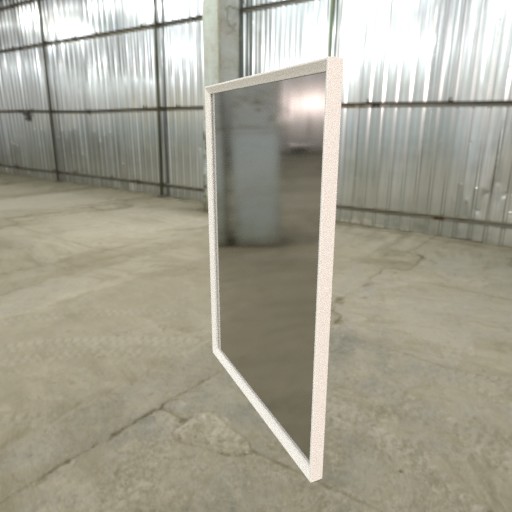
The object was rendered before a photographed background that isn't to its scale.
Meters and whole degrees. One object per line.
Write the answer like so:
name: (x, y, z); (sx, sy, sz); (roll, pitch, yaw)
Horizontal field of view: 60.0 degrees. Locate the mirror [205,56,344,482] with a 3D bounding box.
mirror: (0.000, 0.000, 1.344); (0.041, 1.016, 0.762); (-7, 18, -24)
